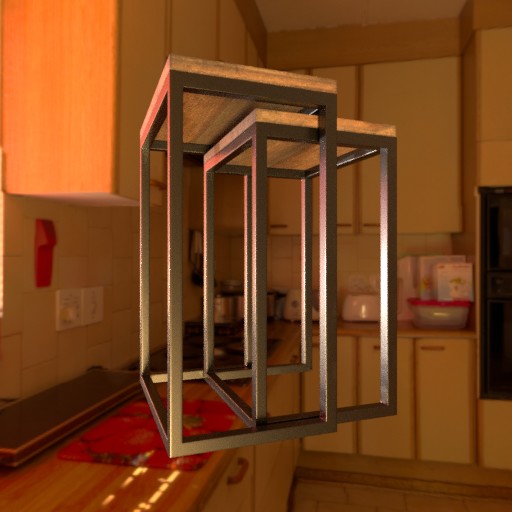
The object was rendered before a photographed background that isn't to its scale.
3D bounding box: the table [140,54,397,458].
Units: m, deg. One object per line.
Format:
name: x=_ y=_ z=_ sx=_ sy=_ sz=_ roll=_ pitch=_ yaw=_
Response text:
table: x=0.000 y=0.000 z=0.954 sx=0.460 sy=0.615 sz=0.456 roll=0 pitch=0 yaw=-18
